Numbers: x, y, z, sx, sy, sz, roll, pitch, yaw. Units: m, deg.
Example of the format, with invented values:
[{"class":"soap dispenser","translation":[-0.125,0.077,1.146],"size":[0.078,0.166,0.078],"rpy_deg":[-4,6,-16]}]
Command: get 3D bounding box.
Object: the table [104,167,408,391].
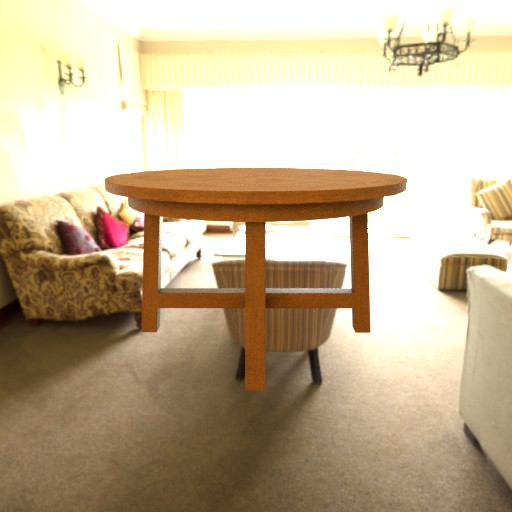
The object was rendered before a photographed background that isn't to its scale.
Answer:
[{"class":"table","translation":[0.000,0.000,2.127],"size":[1.319,0.762,1.319],"rpy_deg":[0,15,0]}]
